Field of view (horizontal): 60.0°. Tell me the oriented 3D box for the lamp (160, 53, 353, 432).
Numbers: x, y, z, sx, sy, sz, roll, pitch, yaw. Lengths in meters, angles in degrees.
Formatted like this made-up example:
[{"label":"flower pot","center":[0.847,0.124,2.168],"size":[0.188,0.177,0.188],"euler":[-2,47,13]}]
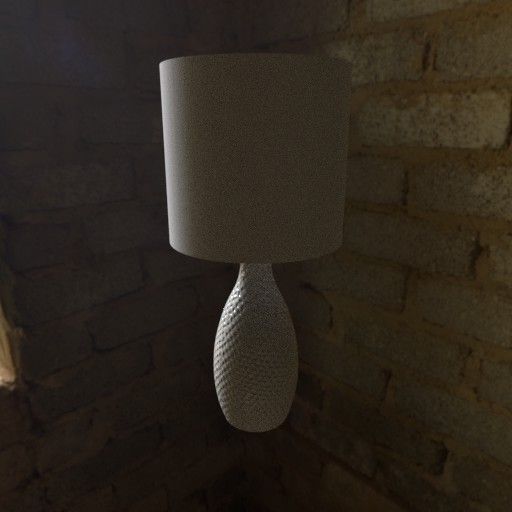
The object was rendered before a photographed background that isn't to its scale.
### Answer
[{"label":"lamp","center":[0.000,0.000,0.569],"size":[0.214,0.466,0.214],"euler":[3,17,8]}]
